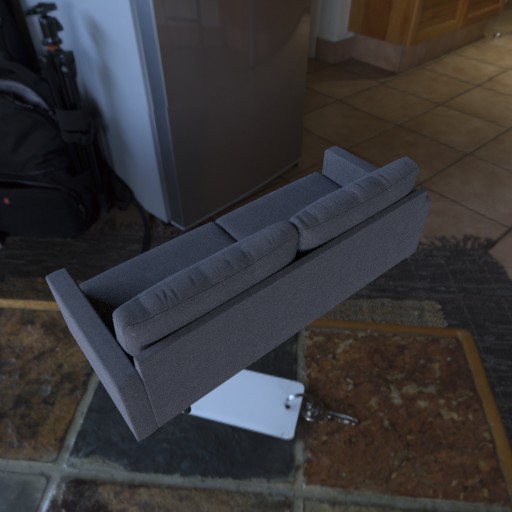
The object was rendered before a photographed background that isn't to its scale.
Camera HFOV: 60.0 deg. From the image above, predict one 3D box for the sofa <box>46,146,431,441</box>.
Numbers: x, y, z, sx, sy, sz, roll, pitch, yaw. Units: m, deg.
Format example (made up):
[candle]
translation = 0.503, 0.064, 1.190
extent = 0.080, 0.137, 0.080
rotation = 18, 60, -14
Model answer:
[sofa]
translation = 0.000, 0.000, 2.614
extent = 2.100, 0.880, 0.880
rotation = -29, 50, -27
